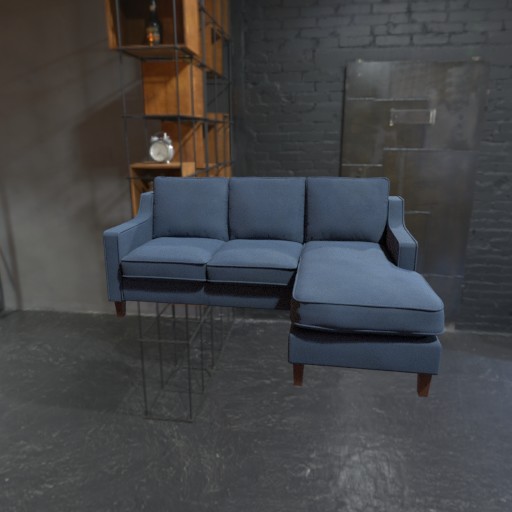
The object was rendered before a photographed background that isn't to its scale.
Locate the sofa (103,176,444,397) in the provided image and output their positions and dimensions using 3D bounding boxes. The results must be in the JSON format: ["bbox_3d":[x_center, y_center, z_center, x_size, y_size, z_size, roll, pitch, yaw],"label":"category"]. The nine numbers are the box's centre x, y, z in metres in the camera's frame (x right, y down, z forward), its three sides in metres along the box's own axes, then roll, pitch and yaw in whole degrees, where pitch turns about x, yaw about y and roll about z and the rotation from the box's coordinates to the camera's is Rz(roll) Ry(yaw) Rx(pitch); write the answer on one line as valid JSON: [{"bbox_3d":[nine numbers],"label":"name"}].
[{"bbox_3d":[0.000,0.000,3.297,2.317,1.066,1.858,2,15,9],"label":"sofa"}]
